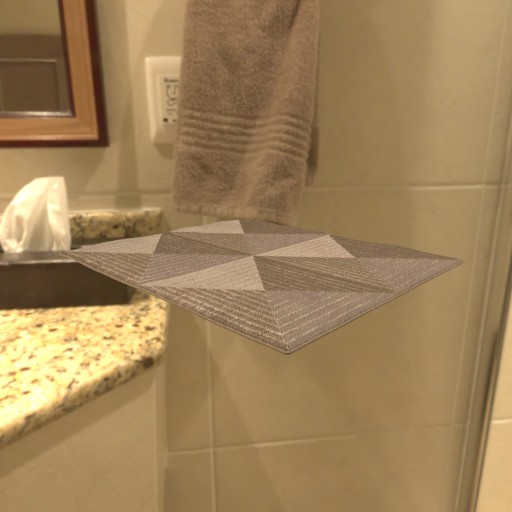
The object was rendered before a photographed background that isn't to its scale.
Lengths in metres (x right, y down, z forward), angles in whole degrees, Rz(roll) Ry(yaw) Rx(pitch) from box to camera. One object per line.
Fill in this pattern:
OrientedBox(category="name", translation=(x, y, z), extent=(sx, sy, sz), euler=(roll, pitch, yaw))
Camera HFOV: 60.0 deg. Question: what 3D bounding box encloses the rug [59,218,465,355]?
OrientedBox(category="rug", translation=(0.000, 0.000, 0.907), extent=(0.642, 0.008, 0.551), euler=(15, 21, 42))
